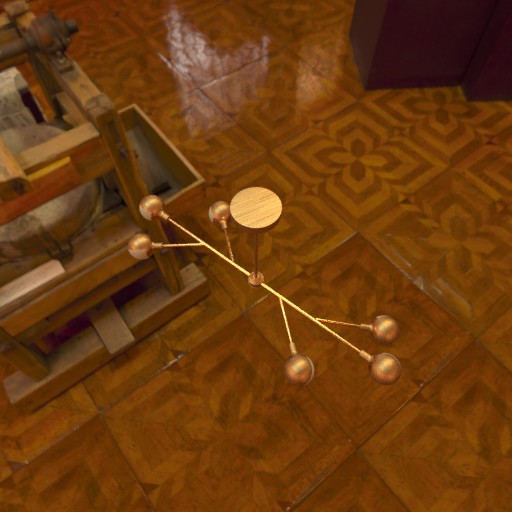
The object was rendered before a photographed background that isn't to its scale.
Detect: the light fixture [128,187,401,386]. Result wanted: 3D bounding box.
[{"bbox_3d":[0.000,0.000,1.018,0.434,0.362,0.778,-31,63,-18],"label":"light fixture"}]
